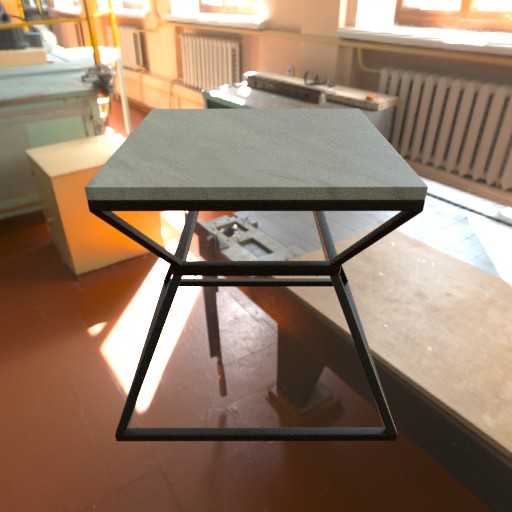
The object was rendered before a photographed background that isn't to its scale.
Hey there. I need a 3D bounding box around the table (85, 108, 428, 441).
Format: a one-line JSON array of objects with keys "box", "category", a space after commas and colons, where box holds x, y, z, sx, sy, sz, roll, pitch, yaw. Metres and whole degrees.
[{"box": [0.000, 0.000, 0.805, 0.455, 0.431, 0.455, 0, 31, 0], "category": "table"}]
